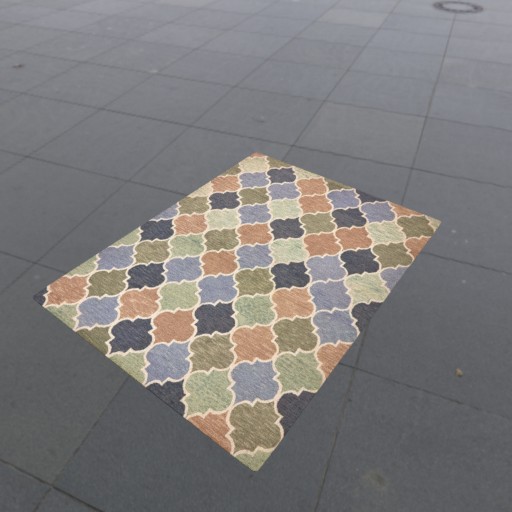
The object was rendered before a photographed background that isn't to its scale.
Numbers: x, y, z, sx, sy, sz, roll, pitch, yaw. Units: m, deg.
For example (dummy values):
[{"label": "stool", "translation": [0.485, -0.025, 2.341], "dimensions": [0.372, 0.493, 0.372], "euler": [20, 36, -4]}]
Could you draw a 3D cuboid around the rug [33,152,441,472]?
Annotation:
[{"label": "rug", "translation": [0.000, 0.000, 4.222], "dimensions": [2.439, 0.013, 3.200], "euler": [27, 48, 27]}]
